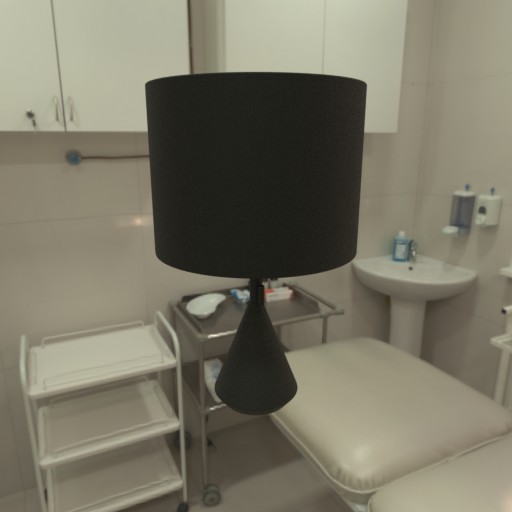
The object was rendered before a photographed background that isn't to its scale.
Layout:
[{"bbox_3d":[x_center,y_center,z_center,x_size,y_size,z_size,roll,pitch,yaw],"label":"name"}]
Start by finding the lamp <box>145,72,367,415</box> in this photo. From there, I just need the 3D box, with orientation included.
[{"bbox_3d":[0.000,0.000,0.813,0.359,0.584,0.359,-8,17,-26],"label":"lamp"}]
